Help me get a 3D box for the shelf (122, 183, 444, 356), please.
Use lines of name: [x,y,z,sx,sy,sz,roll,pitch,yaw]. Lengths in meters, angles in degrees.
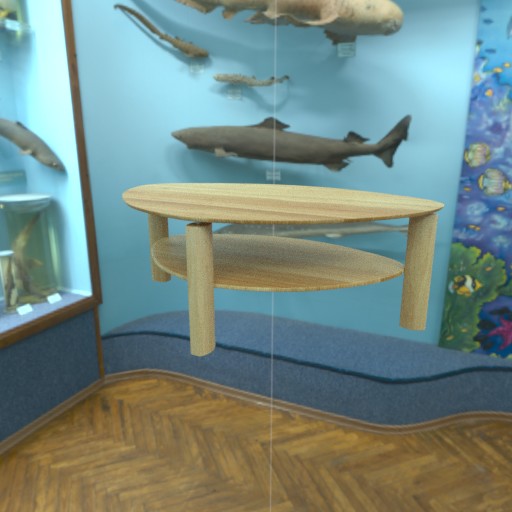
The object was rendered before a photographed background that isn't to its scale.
shelf: [0.000,0.000,1.664,1.246,0.440,0.845,8,18,26]
